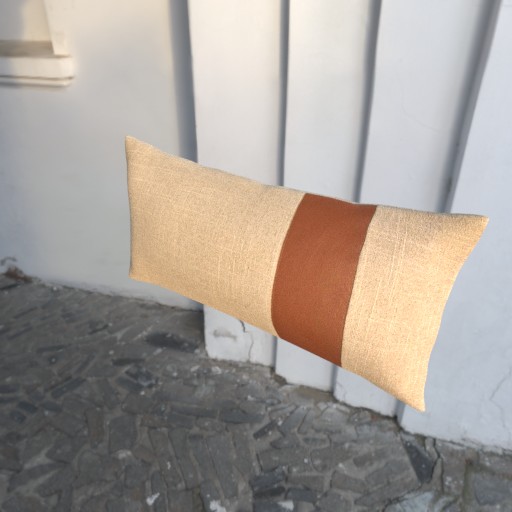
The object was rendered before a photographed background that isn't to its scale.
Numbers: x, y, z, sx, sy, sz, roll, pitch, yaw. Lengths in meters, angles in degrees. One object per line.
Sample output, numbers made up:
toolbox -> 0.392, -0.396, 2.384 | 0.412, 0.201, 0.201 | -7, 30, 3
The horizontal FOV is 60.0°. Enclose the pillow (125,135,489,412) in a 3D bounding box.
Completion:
pillow -> 0.000, 0.000, 0.709 | 0.612, 0.282, 0.155 | 19, 35, 30
